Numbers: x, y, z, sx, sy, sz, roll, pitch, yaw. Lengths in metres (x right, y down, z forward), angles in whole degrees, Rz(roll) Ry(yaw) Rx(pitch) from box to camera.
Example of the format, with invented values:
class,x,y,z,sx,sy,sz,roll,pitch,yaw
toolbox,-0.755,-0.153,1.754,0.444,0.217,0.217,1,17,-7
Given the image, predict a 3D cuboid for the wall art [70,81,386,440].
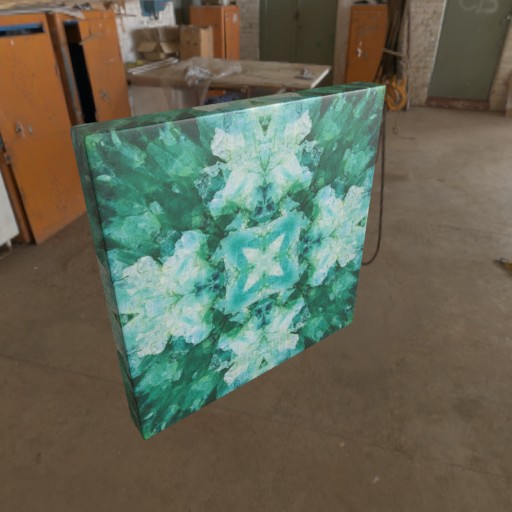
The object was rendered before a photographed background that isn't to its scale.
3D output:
class,x,y,z,sx,sy,sz,roll,pitch,yaw
wall art,0.000,0.000,0.466,0.313,0.313,0.033,-21,37,-31
